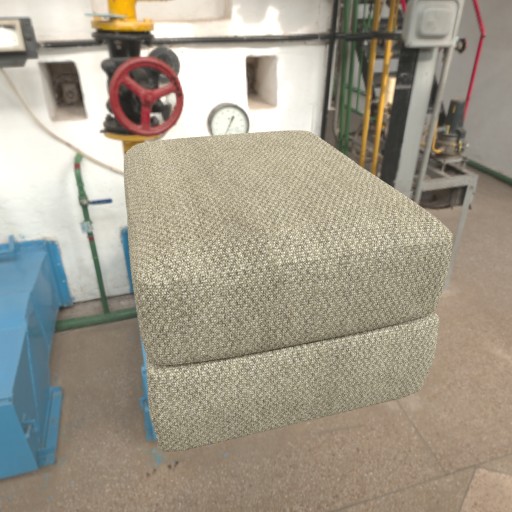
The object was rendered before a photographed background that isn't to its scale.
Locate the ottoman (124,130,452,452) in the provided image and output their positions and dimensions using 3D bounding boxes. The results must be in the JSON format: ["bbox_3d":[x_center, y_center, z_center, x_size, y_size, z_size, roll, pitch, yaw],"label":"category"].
[{"bbox_3d":[0.000,0.000,1.126,0.603,0.476,0.751,-8,31,-14],"label":"ottoman"}]
